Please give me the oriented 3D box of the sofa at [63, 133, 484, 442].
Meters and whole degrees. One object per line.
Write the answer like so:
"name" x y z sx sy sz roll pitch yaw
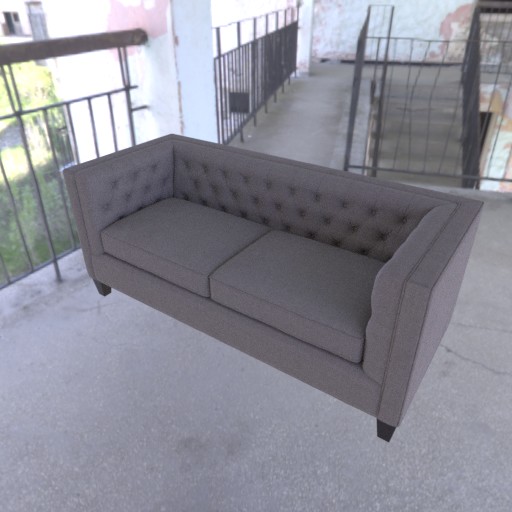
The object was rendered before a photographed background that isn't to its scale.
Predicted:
"sofa" 0.000 0.000 2.186 1.778 0.762 0.775 20 36 29
